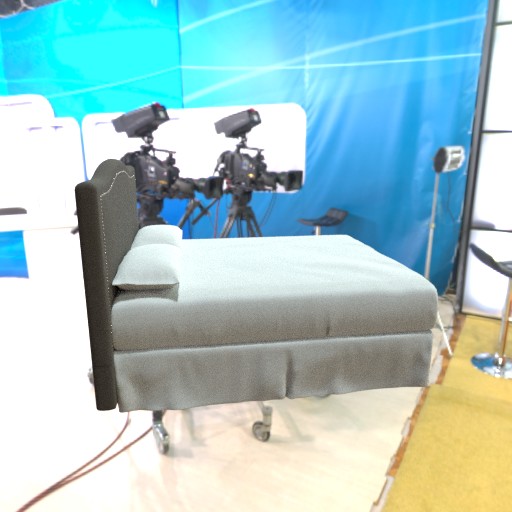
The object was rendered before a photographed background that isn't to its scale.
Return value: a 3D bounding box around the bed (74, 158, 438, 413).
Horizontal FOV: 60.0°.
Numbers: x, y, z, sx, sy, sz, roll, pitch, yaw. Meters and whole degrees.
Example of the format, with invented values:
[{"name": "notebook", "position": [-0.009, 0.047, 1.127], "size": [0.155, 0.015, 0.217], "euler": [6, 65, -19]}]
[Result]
[{"name": "bed", "position": [0.000, 0.000, 3.204], "size": [2.036, 1.387, 1.666], "euler": [-2, 14, -8]}]
